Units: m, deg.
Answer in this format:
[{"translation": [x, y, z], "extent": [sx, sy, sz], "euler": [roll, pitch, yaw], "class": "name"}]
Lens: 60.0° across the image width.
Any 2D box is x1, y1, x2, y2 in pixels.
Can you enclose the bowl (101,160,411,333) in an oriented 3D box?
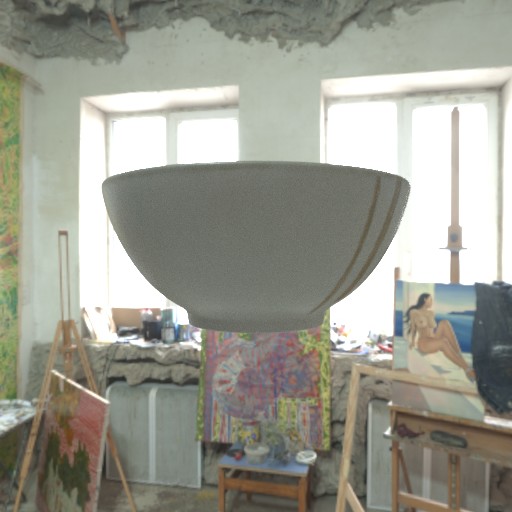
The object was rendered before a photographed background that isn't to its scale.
[{"translation": [0.000, 0.000, 0.407], "extent": [0.268, 0.121, 0.268], "euler": [0, 1, 0], "class": "bowl"}]
